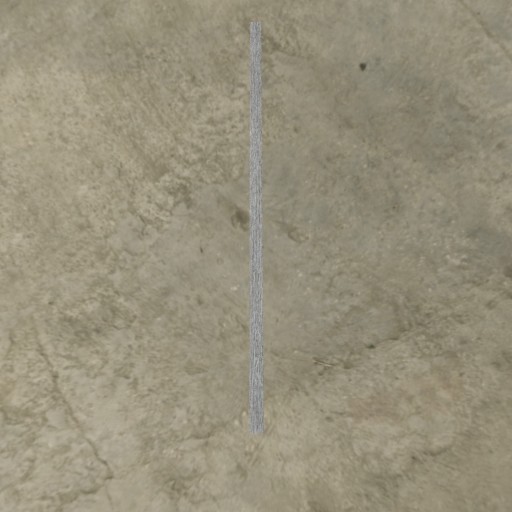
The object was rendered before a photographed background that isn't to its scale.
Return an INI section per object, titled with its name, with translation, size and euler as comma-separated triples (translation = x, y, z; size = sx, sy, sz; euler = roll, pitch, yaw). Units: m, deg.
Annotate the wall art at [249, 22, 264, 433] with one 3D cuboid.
[wall art]
translation = 0.000, 0.000, 1.035
size = 0.020, 0.685, 0.685
euler = 0, 76, 0
